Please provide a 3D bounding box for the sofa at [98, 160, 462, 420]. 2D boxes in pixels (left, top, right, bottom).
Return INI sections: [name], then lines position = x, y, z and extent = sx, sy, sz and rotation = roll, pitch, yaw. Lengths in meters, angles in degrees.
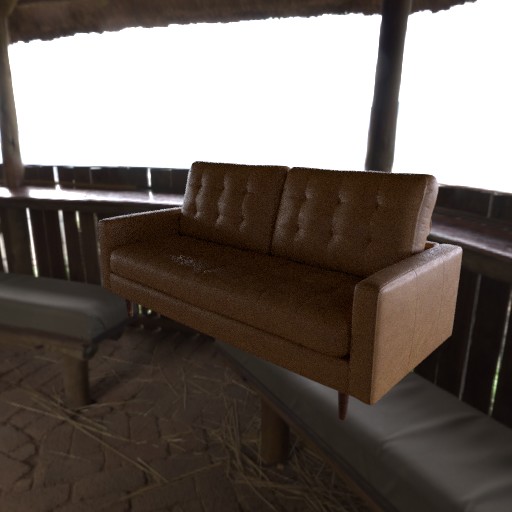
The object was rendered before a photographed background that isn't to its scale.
[sofa]
position = 0.000, 0.000, 2.307
extent = 1.821, 0.898, 0.850
rotation = 14, 20, 41
